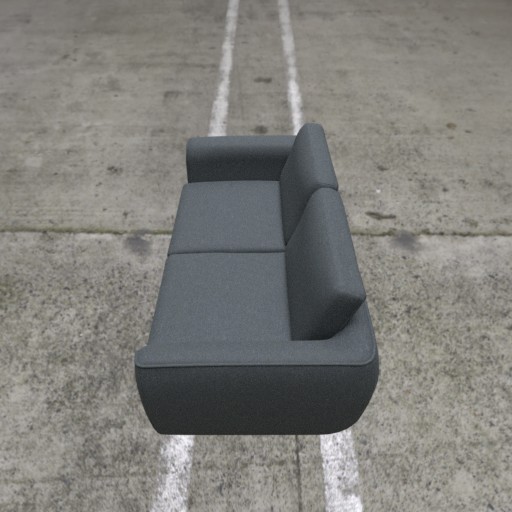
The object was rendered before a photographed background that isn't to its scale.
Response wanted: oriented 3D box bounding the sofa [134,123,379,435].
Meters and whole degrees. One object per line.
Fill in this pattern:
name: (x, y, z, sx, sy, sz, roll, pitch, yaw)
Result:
sofa: (0.000, 0.000, 2.240, 0.920, 0.850, 1.700, 0, 42, 0)
